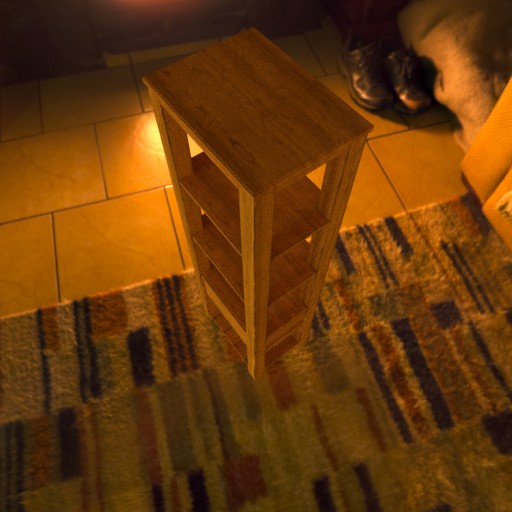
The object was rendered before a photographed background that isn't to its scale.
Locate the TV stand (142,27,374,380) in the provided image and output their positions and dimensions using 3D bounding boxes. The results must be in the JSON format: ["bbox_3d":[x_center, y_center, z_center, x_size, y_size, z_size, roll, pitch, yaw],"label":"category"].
[{"bbox_3d":[0.000,0.000,2.074,0.435,1.828,0.565,-33,65,-17],"label":"TV stand"}]
